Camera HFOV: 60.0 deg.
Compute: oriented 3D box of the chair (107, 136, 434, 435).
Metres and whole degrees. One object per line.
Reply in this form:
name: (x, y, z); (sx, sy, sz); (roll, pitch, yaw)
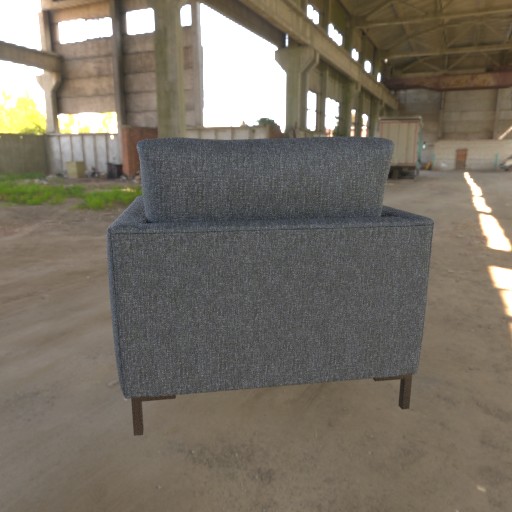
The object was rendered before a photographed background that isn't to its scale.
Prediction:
chair: (0.000, 0.000, 1.680); (0.963, 0.861, 0.866); (-2, 14, -9)
